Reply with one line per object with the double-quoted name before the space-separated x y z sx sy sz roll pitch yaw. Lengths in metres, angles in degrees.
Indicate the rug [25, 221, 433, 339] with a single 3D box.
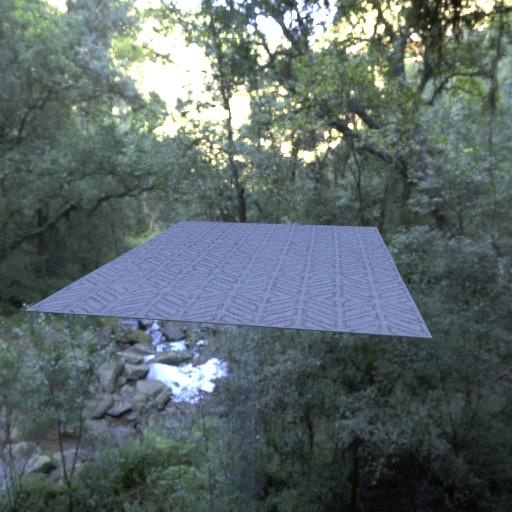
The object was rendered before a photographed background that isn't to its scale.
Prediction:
"rug" 0.000 0.000 4.016 2.421 0.008 3.045 2 15 9
